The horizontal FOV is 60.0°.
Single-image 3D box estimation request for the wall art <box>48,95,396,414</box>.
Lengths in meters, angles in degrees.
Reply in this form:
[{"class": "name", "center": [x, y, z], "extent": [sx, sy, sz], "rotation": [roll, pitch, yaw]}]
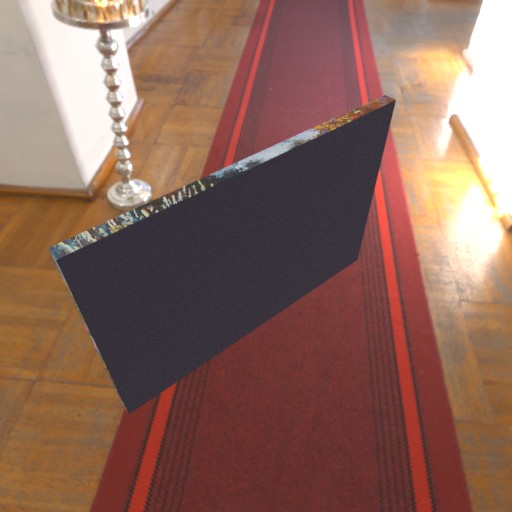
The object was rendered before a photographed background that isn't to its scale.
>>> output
[{"class": "wall art", "center": [0.000, 0.000, 1.181], "extent": [0.908, 0.604, 0.037], "rotation": [-30, 53, -26]}]
